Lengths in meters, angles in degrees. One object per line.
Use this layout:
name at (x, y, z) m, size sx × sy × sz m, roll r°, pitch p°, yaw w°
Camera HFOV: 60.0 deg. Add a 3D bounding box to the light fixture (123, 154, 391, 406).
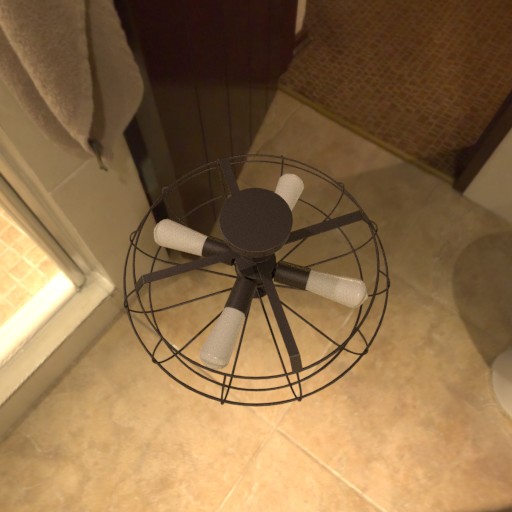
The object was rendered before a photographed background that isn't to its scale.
light fixture at (0.000, 0.000, 0.925) m, size 0.582 × 0.311 × 0.582 m, roll 0°, pitch 64°, yaw 0°
